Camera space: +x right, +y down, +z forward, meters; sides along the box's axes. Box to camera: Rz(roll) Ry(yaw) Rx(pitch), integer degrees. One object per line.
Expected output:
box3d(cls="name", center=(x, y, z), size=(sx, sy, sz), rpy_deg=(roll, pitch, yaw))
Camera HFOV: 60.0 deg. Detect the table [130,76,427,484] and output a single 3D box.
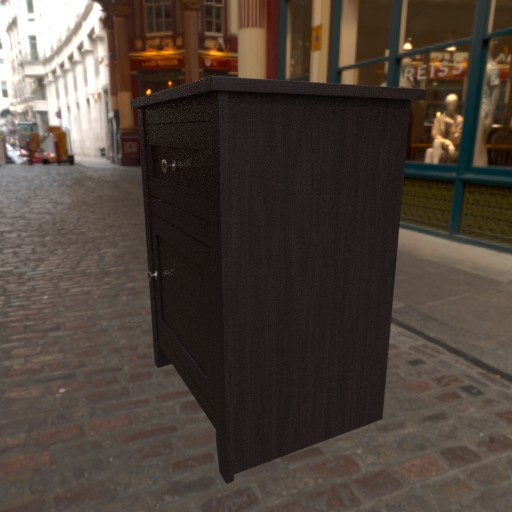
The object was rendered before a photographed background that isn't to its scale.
box3d(cls="table", center=(0.000, 0.000, 0.929), size=(0.381, 0.635, 0.480), rpy_deg=(-8, 17, -26))
